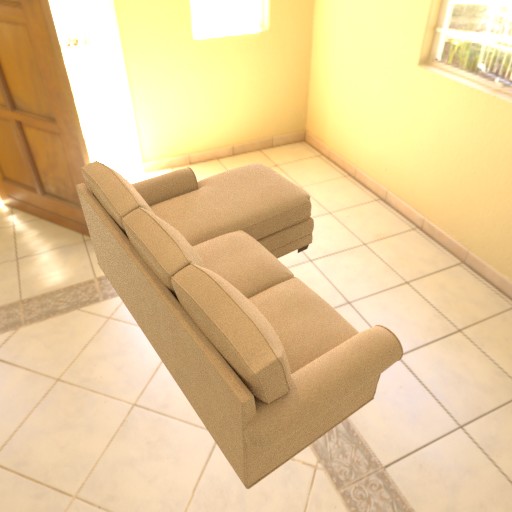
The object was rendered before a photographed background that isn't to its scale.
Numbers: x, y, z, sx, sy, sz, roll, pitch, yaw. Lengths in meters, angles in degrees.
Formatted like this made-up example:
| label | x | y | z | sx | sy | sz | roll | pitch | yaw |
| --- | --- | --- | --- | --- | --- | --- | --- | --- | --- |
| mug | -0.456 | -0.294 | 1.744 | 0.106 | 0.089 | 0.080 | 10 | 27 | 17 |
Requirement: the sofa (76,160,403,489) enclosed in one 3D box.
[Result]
| label | x | y | z | sx | sy | sz | roll | pitch | yaw |
| --- | --- | --- | --- | --- | --- | --- | --- | --- | --- |
| sofa | 0.000 | 0.000 | 2.271 | 1.226 | 0.734 | 1.770 | -24 | 45 | -27 |
